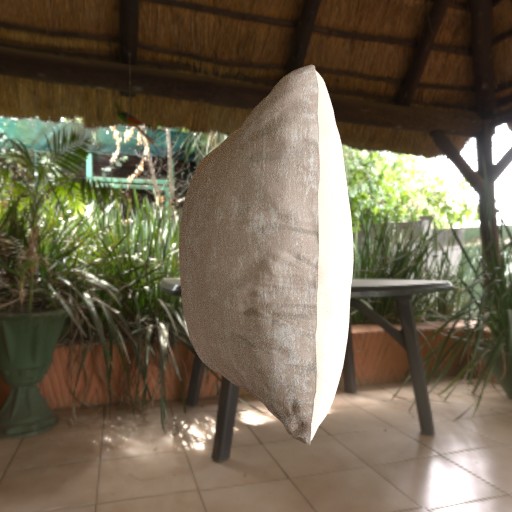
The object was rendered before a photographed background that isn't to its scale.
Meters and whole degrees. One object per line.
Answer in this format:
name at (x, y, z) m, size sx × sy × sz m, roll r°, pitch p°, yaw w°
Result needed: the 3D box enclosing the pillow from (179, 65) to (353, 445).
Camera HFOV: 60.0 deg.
pillow at (0.000, 0.000, 0.727) m, size 0.245 × 0.448 × 0.450 m, roll 0°, pitch -1°, yaw -18°
